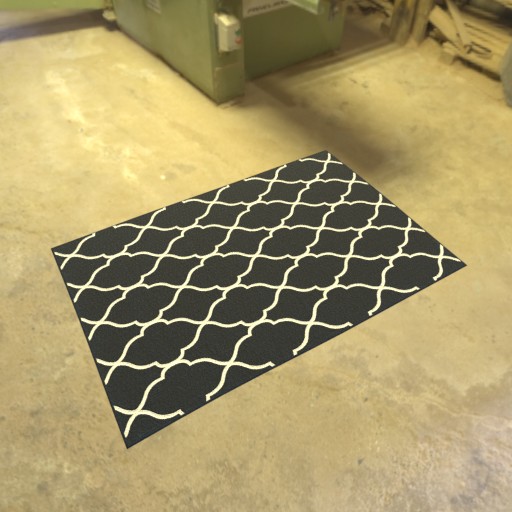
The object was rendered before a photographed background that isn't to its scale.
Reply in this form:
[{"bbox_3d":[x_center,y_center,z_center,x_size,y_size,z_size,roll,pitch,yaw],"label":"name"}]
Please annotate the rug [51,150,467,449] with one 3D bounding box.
[{"bbox_3d":[0.000,0.000,2.914,2.294,0.014,1.528,-23,51,-20],"label":"rug"}]
